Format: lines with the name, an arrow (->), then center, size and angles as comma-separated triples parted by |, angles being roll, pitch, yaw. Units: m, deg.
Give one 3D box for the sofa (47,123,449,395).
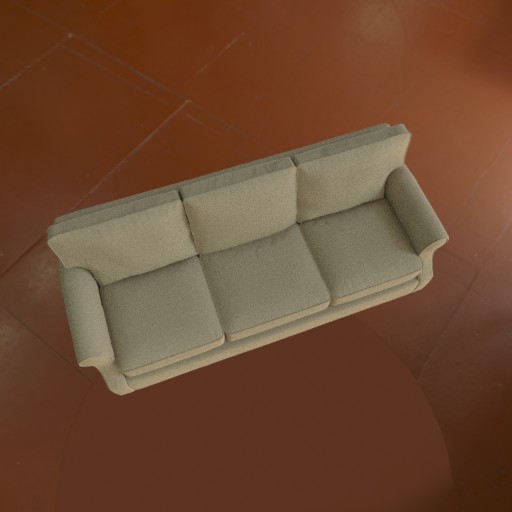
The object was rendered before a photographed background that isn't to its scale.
sofa -> 0.000, 0.000, 2.846 | 2.354, 0.948, 0.966 | -18, 66, -8
